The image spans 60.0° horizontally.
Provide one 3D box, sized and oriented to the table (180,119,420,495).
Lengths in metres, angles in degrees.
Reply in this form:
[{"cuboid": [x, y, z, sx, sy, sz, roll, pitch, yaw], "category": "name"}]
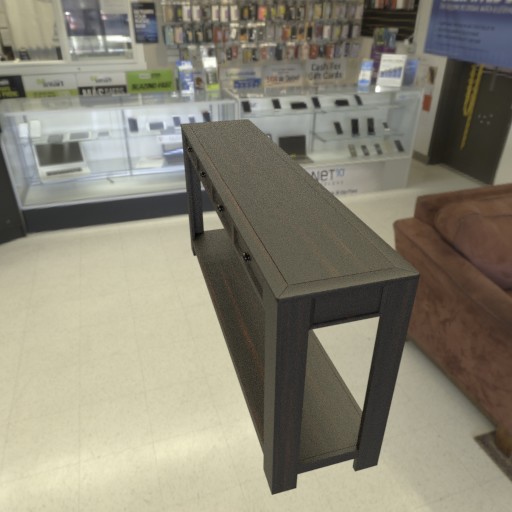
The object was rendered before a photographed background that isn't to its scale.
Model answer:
[{"cuboid": [0.000, 0.000, 1.915, 0.384, 0.762, 1.631, -8, 32, -14], "category": "table"}]
